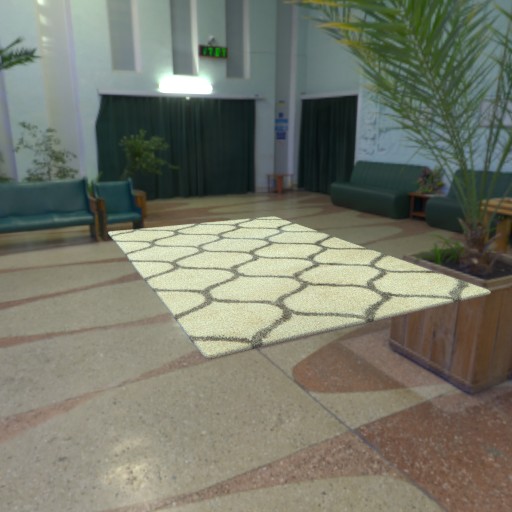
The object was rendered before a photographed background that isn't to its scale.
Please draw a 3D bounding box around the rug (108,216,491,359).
[{"bbox_3d":[0.000,0.000,3.409,1.801,0.026,2.701,-8,17,-25],"label":"rug"}]
